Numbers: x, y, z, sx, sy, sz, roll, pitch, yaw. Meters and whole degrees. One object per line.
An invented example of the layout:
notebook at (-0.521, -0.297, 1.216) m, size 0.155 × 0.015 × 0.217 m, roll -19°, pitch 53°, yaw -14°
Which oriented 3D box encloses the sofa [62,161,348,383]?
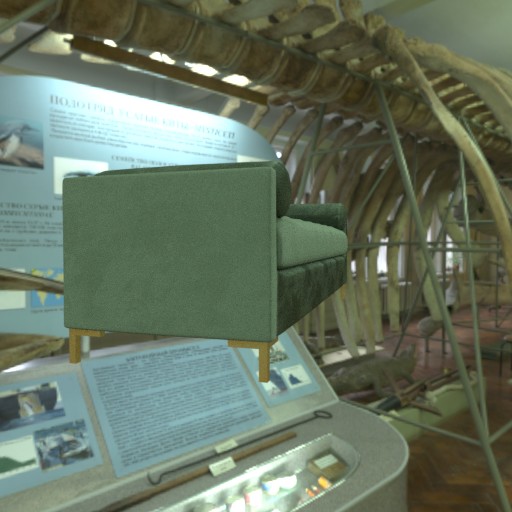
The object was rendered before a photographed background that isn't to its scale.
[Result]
sofa at (0.000, 0.000, 2.427) m, size 0.796 × 0.705 × 2.102 m, roll 1°, pitch 2°, yaw 18°
